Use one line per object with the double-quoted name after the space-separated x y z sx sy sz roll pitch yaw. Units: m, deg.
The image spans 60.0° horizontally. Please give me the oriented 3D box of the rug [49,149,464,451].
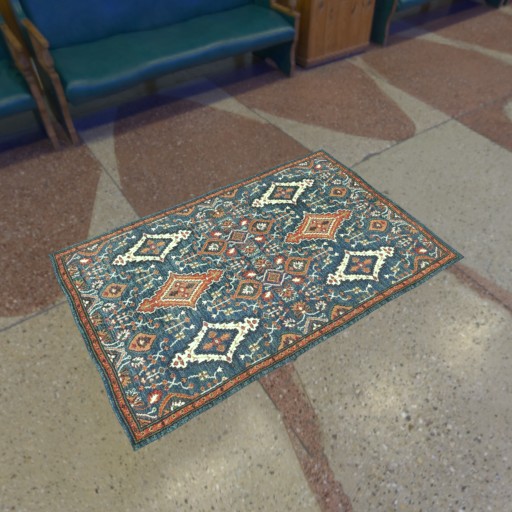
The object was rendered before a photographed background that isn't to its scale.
0.000 0.000 4.230 3.371 0.008 2.190 -25 52 -22 "rug"
